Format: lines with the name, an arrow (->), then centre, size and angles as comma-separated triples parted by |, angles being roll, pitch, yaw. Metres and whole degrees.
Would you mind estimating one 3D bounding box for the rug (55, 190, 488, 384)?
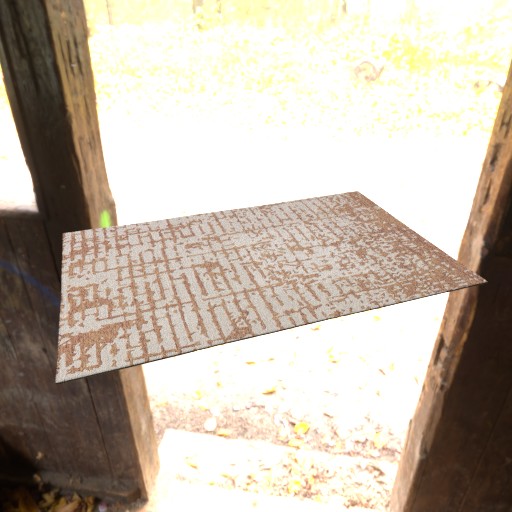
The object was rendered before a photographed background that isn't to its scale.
rug -> 0.000, 0.000, 2.940 | 2.435, 0.011, 1.517 | -10, 32, -17
